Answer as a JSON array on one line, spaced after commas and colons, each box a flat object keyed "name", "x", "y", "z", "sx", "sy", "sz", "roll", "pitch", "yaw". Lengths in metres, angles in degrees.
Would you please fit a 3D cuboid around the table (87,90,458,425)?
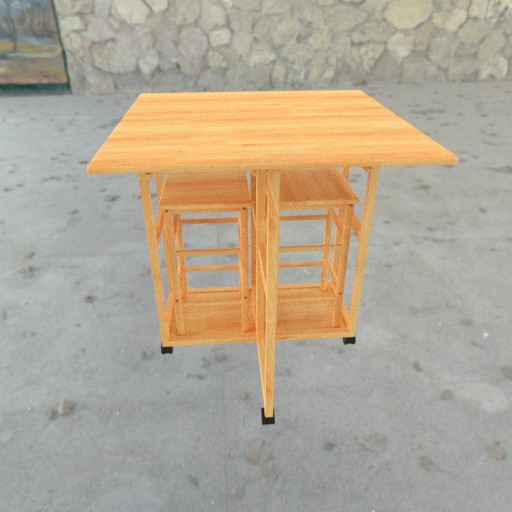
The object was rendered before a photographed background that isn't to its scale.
[{"name": "table", "x": 0.000, "y": 0.000, "z": 1.354, "sx": 0.752, "sy": 0.832, "sz": 0.693, "roll": -2, "pitch": 31, "yaw": -4}]
